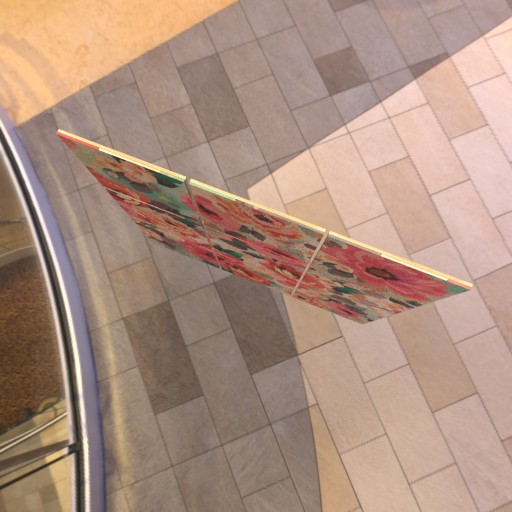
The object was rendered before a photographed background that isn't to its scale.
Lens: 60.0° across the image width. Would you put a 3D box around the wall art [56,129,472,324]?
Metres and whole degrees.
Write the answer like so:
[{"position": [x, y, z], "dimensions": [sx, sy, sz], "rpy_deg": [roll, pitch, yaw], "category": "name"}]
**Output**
[{"position": [0.000, 0.000, 1.351], "dimensions": [0.911, 0.910, 0.012], "rpy_deg": [21, 78, 5], "category": "wall art"}]
